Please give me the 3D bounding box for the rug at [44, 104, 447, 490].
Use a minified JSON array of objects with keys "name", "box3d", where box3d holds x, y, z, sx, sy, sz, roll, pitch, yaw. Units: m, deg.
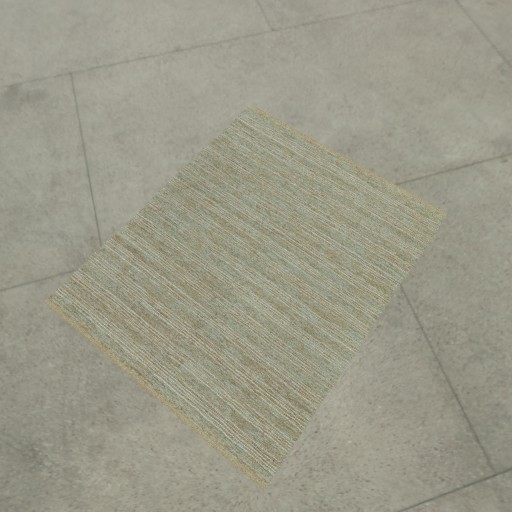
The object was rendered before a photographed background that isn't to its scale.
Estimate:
[{"name":"rug","box3d":[0.000,0.000,4.174,2.471,0.012,3.034,34,68,16]}]
